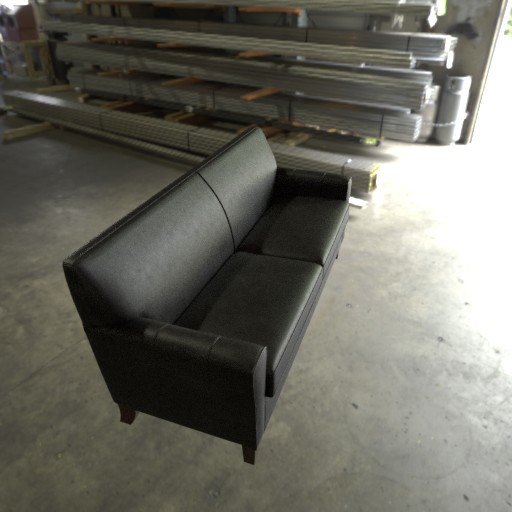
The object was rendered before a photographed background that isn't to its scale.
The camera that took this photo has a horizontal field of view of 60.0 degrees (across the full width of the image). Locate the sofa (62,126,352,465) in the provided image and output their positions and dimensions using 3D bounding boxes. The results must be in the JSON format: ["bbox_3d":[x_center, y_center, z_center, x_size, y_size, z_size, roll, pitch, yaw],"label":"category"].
[{"bbox_3d":[0.000,0.000,2.580,0.805,0.947,2.053,11,33,17],"label":"sofa"}]
